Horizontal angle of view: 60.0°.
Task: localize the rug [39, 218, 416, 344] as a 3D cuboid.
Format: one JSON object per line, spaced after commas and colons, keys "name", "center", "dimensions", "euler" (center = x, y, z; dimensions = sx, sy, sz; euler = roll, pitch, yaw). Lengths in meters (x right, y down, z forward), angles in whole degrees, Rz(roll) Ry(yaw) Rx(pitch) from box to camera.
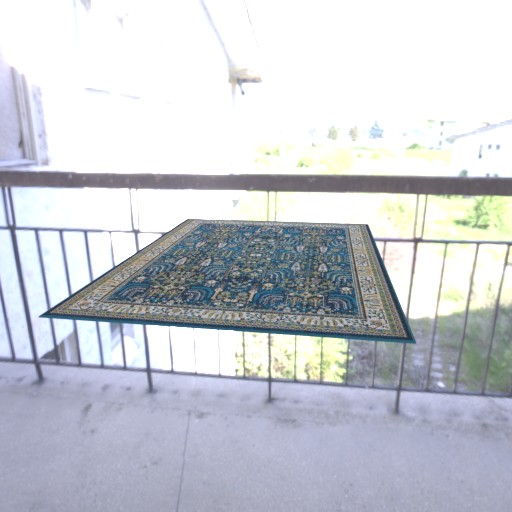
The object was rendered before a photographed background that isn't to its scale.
{"name": "rug", "center": [0.000, 0.000, 3.993], "dimensions": [2.226, 0.015, 3.044], "euler": [3, 16, 9]}
